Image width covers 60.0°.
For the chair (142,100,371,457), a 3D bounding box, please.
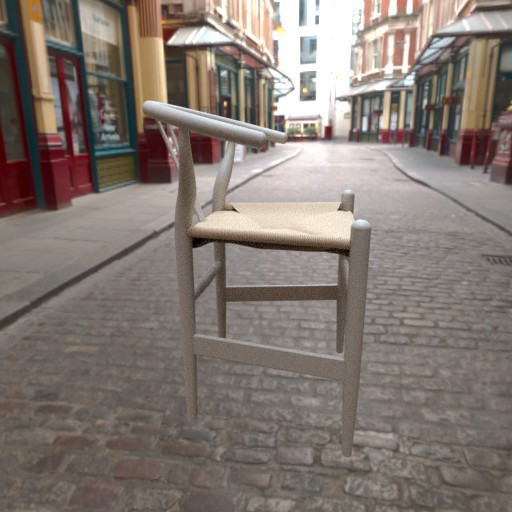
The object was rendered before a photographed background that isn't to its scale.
[{"bbox_3d":[0.000,0.000,1.110,0.500,0.736,0.533,2,15,8],"label":"chair"}]
